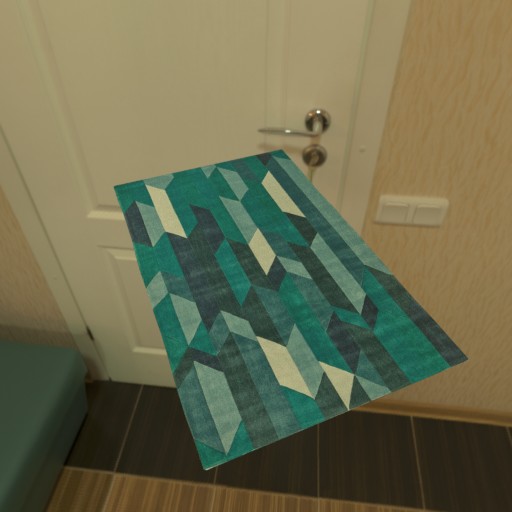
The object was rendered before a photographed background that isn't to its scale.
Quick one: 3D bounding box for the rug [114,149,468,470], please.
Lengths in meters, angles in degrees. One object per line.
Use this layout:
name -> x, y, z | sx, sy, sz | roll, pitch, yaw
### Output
rug -> 0.000, 0.000, 3.023 | 1.528, 0.005, 2.420 | -16, 46, -16
